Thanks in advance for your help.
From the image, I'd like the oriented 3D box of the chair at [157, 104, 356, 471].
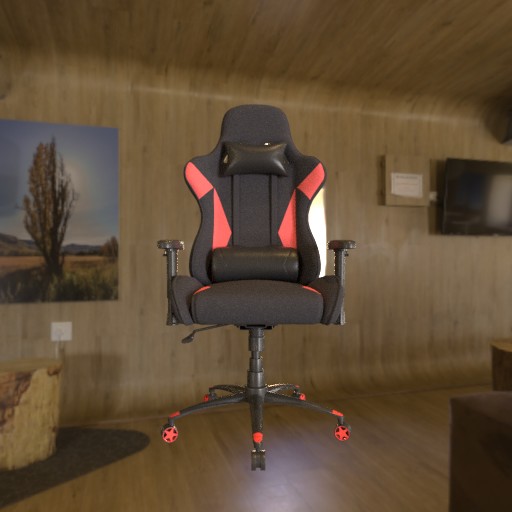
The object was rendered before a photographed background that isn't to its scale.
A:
[{"bbox_3d":[0.000,0.000,1.677,0.695,1.326,0.658,0,0,-1],"label":"chair"}]
